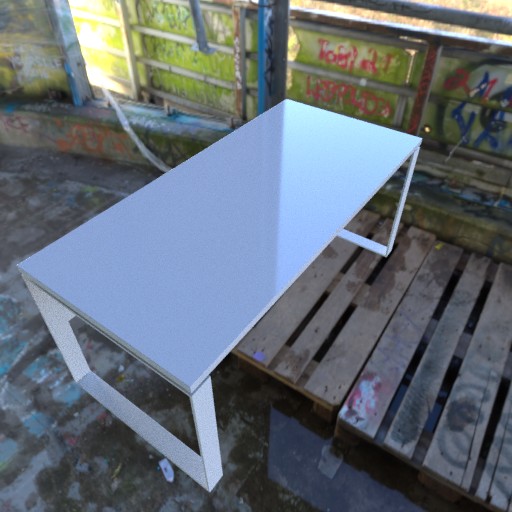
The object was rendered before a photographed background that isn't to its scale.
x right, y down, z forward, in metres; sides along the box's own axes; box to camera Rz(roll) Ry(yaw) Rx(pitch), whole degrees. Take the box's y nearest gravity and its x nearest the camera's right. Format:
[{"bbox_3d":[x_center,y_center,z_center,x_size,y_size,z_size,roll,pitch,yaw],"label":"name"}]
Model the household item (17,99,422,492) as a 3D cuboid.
[{"bbox_3d":[0.000,0.000,2.108,0.800,0.745,1.700,26,49,26],"label":"household item"}]
